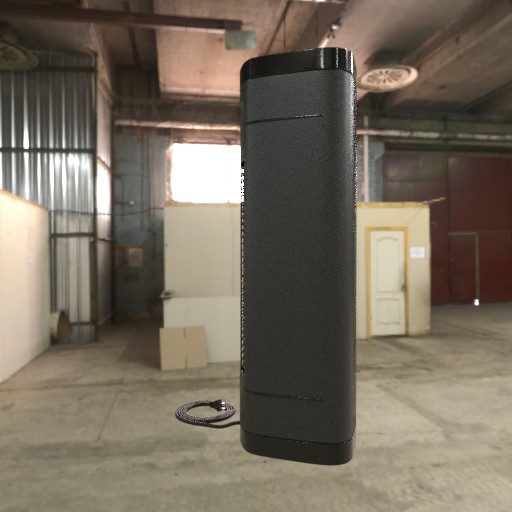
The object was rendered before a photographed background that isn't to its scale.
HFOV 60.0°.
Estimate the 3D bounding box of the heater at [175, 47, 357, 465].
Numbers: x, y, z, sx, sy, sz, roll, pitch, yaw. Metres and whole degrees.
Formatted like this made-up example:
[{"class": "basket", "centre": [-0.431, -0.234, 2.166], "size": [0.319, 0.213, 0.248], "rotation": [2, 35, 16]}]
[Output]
[{"class": "heater", "centre": [0.000, 0.000, 0.702], "size": [0.312, 0.552, 0.174], "rotation": [0, 0, 18]}]
